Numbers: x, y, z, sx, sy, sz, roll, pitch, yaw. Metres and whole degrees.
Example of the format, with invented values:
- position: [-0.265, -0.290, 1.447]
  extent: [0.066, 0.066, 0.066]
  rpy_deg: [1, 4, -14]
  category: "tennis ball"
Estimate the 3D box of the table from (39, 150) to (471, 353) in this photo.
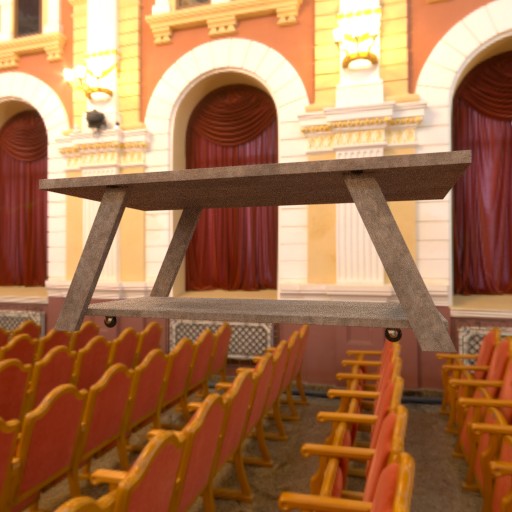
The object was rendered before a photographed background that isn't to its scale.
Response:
- position: [0.000, 0.000, 1.480]
  extent: [1.219, 0.470, 0.610]
  rpy_deg: [0, -1, 17]
  category: "table"
